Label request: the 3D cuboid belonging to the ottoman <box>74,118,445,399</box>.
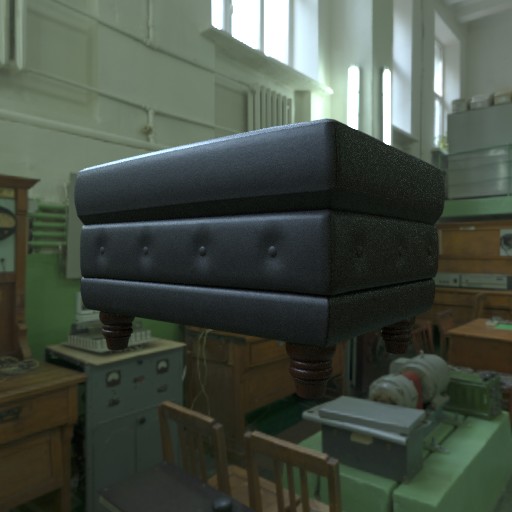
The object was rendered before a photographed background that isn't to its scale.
[{"bbox_3d":[0.000,0.000,1.161,0.795,0.498,0.590,1,1,38],"label":"ottoman"}]
